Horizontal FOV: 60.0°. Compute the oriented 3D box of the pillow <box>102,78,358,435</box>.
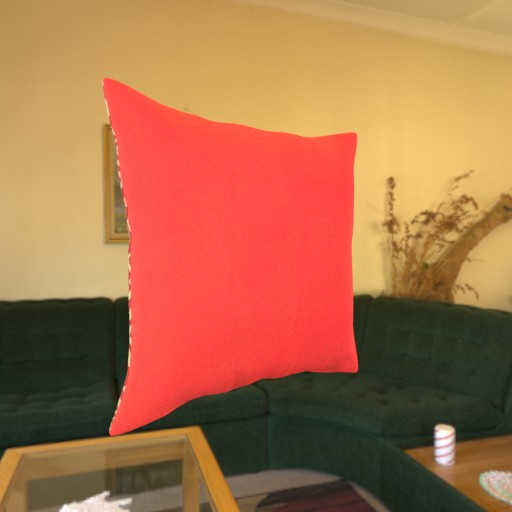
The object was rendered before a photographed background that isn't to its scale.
[{"bbox_3d":[0.000,0.000,0.775,0.522,0.507,0.192,-1,2,-35],"label":"pillow"}]
